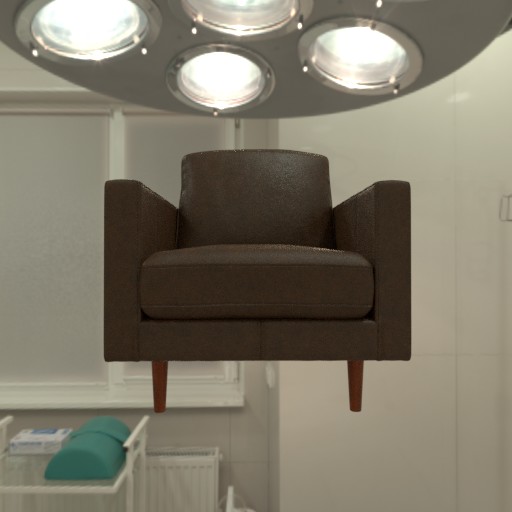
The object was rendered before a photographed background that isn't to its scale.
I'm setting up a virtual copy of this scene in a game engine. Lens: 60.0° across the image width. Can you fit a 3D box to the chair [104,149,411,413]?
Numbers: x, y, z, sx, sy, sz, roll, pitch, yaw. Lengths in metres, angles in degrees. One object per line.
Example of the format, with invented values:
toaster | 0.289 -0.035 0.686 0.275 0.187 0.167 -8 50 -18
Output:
chair | 0.000 0.000 1.685 0.890 0.956 0.909 0 -1 -1
